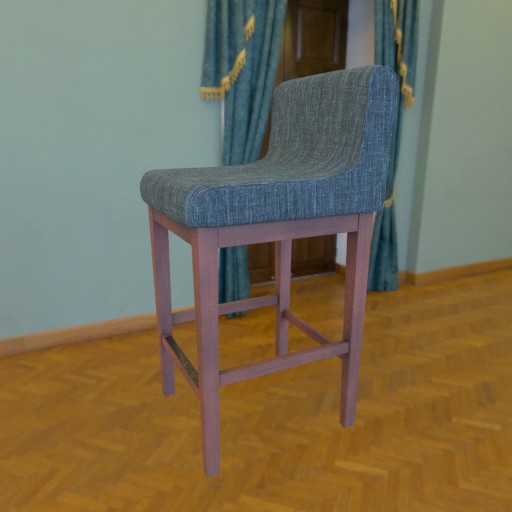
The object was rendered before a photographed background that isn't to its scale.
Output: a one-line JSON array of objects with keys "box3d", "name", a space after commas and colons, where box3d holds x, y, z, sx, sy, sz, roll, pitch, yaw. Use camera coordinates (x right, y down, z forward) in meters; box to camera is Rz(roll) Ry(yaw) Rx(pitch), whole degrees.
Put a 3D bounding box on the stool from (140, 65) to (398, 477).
[{"box3d": [0.000, 0.000, 1.063, 0.459, 0.835, 0.395, -8, 17, -26], "name": "stool"}]
